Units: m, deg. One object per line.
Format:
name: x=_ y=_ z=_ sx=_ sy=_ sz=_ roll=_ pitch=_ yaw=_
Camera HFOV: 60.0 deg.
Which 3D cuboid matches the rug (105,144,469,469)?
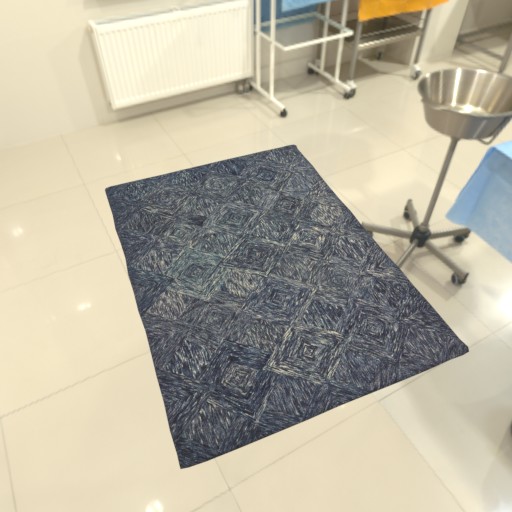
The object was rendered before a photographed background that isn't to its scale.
rug: x=0.000 y=0.000 z=4.250 sx=2.385 sy=0.024 sz=3.245 roll=-17 pitch=49 yaw=-15
